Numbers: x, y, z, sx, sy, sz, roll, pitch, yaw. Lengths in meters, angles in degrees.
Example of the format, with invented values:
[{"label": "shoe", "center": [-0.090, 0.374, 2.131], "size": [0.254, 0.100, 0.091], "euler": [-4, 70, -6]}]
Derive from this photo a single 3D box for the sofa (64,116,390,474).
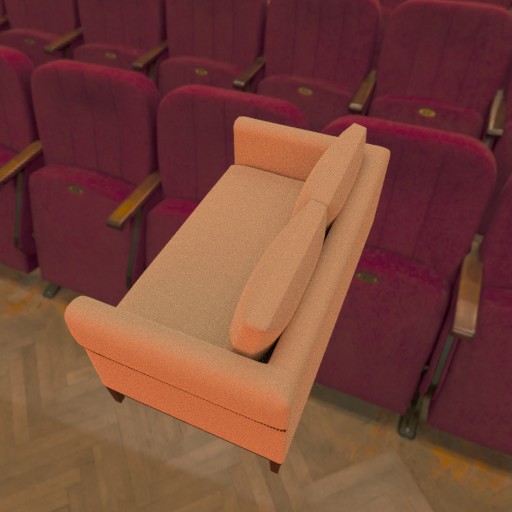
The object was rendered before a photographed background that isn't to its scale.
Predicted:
[{"label": "sofa", "center": [0.000, 0.000, 2.172], "size": [0.905, 0.873, 1.598], "euler": [17, 49, 16]}]
